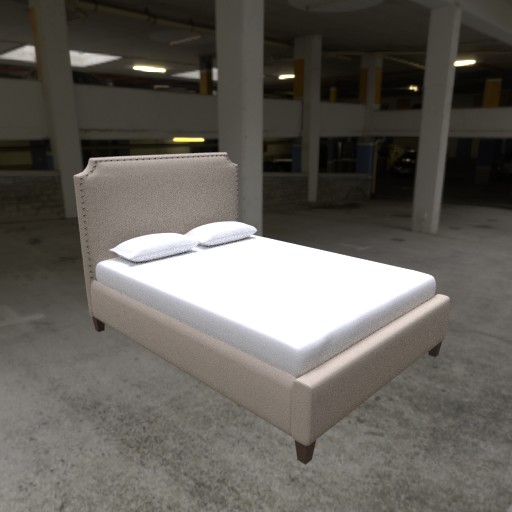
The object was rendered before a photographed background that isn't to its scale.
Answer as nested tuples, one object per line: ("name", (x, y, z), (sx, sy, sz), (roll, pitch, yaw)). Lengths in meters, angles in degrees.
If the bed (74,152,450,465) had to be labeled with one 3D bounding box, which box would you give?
("bed", (0.000, 0.000, 3.402), (2.372, 1.443, 1.713), (15, 21, 42))
